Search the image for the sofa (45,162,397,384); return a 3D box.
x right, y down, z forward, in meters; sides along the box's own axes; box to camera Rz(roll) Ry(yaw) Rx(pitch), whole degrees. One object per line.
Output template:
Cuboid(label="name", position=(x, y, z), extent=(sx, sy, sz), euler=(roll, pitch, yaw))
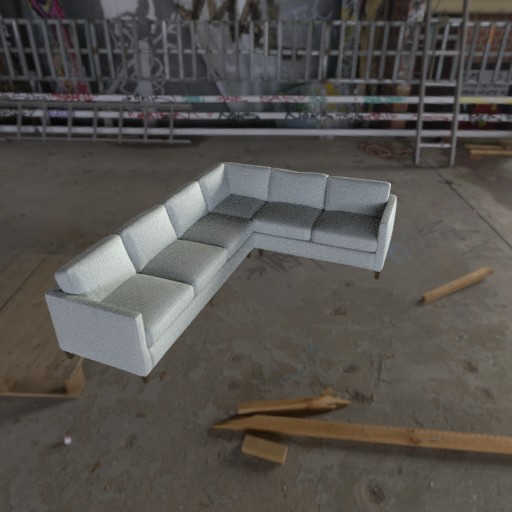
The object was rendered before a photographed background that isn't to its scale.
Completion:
Cuboid(label="sofa", position=(0.000, 0.000, 4.687), extent=(2.522, 0.934, 3.333), euler=(11, 32, 19))
